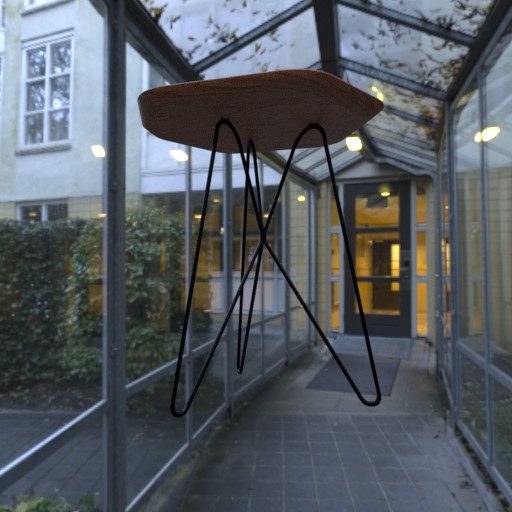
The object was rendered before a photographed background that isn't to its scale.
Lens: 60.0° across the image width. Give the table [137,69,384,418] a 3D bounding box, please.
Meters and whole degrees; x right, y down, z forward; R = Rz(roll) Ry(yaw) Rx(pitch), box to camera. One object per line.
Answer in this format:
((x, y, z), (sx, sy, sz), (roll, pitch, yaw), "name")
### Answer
((0.000, 0.000, 0.892), (0.500, 0.562, 0.400), (0, -1, 17), "table")
